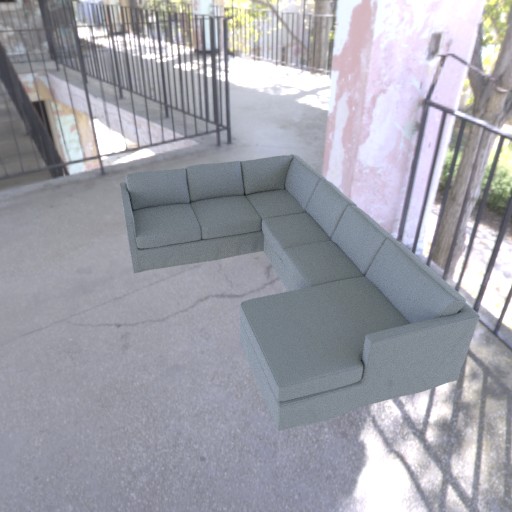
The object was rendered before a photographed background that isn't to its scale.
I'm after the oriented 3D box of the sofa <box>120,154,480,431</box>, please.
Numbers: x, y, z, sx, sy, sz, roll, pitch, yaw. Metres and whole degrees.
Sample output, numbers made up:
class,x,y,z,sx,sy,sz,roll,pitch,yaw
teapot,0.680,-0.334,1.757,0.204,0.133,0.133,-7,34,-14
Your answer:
class,x,y,z,sx,sy,sz,roll,pitch,yaw
sofa,0.000,0.000,4.485,2.427,0.882,3.460,-10,34,-15
